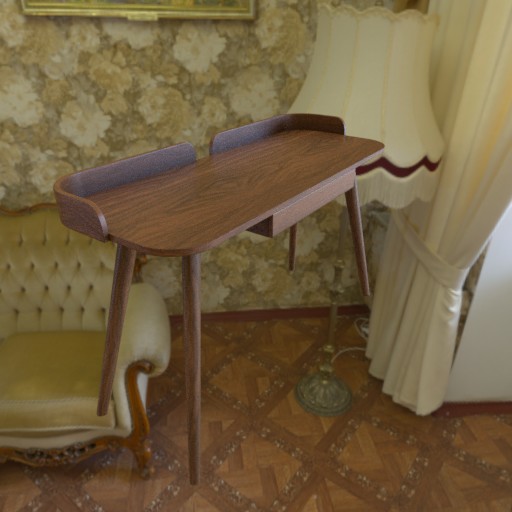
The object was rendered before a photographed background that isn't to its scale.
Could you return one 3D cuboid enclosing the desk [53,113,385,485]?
[{"bbox_3d":[0.000,0.000,1.628,0.486,0.800,1.256,19,33,31],"label":"desk"}]
